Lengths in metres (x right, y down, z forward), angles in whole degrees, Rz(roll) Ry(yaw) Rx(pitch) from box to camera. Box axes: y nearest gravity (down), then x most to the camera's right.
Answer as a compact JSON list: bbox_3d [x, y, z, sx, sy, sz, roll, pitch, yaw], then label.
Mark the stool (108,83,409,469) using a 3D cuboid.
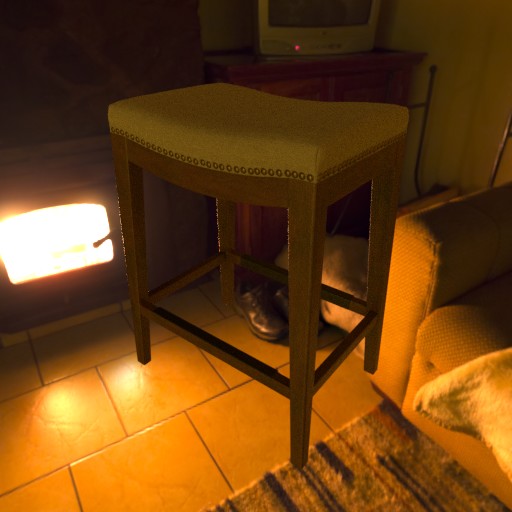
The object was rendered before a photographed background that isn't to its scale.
[{"bbox_3d":[0.000,0.000,0.984,0.508,0.660,0.356,21,36,32],"label":"stool"}]
